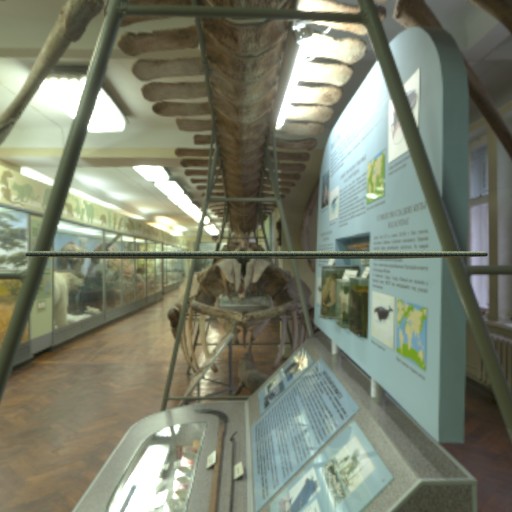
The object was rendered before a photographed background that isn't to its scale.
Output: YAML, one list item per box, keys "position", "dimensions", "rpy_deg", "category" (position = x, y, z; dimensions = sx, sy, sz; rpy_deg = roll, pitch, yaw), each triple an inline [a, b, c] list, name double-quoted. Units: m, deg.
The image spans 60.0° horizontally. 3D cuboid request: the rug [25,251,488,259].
- position: [0.000, 0.000, 3.070]
  dimensions: [2.450, 0.027, 1.540]
  rpy_deg: [0, -1, -1]
  category: "rug"
